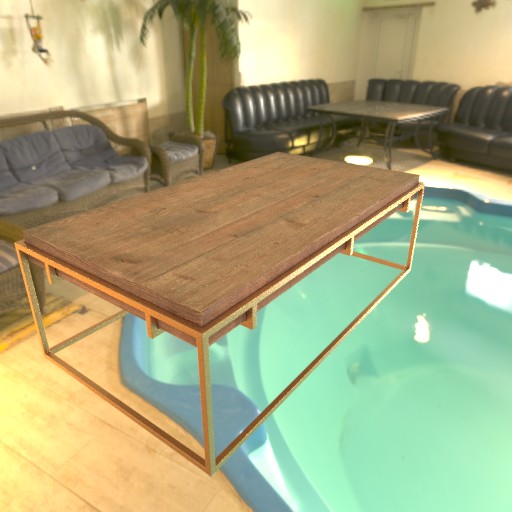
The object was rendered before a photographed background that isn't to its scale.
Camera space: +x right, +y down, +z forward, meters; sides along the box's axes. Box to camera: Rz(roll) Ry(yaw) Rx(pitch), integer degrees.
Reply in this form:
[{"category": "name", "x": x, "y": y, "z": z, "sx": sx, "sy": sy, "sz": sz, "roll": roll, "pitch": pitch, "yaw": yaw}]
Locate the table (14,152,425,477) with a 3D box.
[{"category": "table", "x": 0.000, "y": 0.000, "z": 1.704, "sx": 0.775, "sy": 0.468, "sz": 1.387, "roll": 18, "pitch": 31, "yaw": 33}]
